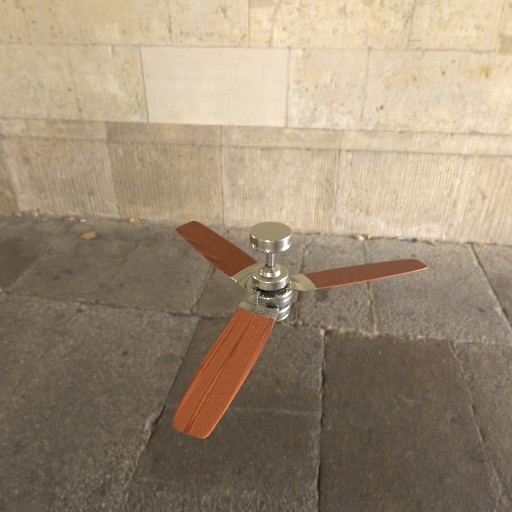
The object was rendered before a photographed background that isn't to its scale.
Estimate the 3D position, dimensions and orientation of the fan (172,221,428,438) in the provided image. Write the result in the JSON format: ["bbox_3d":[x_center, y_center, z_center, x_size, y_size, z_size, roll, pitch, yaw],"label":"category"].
[{"bbox_3d":[0.000,0.000,2.027,1.416,0.410,1.271,-20,36,-30],"label":"fan"}]
